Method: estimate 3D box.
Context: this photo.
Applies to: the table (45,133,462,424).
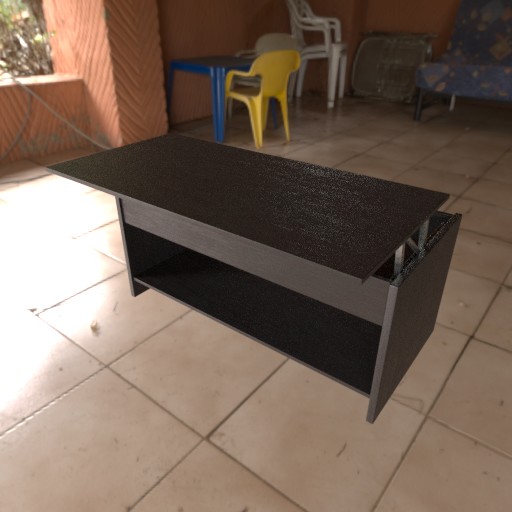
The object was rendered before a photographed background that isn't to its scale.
[{"bbox_3d":[0.000,0.000,1.407,1.000,0.570,0.712,21,35,32],"label":"table"}]
